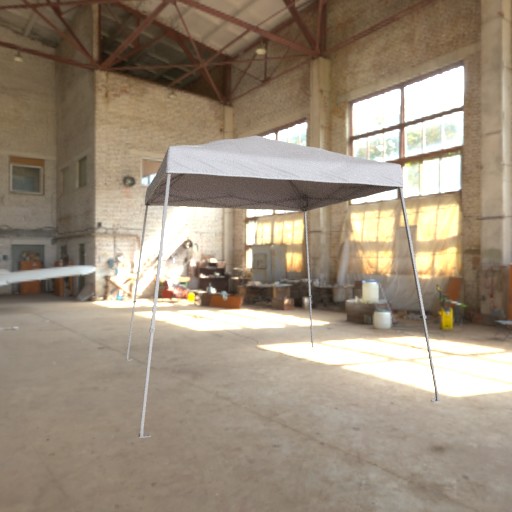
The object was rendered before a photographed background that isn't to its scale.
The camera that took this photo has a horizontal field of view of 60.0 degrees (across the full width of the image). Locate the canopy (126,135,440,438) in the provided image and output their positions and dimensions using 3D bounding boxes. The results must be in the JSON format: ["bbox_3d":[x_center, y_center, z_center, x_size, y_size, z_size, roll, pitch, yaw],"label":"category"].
[{"bbox_3d":[0.000,0.000,5.239,2.849,2.849,2.848,0,-1,-18],"label":"canopy"}]
